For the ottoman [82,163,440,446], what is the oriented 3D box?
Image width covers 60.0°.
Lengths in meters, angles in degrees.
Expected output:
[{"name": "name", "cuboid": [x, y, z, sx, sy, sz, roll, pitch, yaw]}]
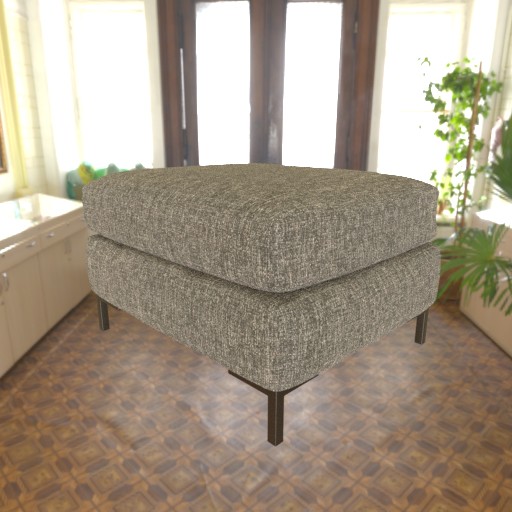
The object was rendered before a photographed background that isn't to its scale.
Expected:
[{"name": "ottoman", "cuboid": [0.000, 0.000, 1.234, 0.683, 0.480, 0.828, -15, 21, -42]}]
